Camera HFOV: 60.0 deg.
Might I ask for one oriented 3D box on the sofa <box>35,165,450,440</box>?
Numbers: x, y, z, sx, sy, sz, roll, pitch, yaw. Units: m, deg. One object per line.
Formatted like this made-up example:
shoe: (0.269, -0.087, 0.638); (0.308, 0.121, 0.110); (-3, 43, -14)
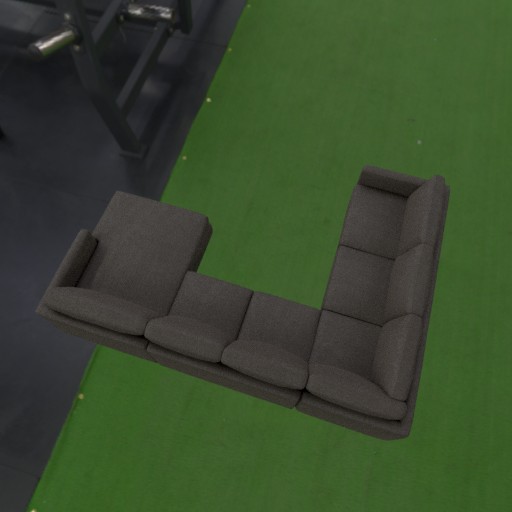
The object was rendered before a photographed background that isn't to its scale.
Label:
sofa: (0.000, 0.000, 4.542); (3.460, 0.961, 2.594); (16, 66, 7)
